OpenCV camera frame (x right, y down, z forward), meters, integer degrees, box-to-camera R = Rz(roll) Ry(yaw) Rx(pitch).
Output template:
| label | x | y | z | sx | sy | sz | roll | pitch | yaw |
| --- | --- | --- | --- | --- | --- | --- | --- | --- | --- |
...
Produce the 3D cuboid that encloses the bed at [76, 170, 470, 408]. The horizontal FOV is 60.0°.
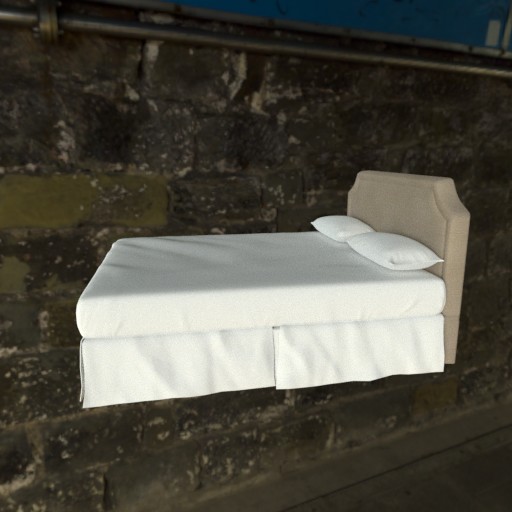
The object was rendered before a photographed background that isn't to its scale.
| label | x | y | z | sx | sy | sz | roll | pitch | yaw |
| --- | --- | --- | --- | --- | --- | --- | --- | --- | --- |
| bed | 0.000 | 0.000 | 3.579 | 2.498 | 1.293 | 1.977 | -2 | 13 | -10 |
